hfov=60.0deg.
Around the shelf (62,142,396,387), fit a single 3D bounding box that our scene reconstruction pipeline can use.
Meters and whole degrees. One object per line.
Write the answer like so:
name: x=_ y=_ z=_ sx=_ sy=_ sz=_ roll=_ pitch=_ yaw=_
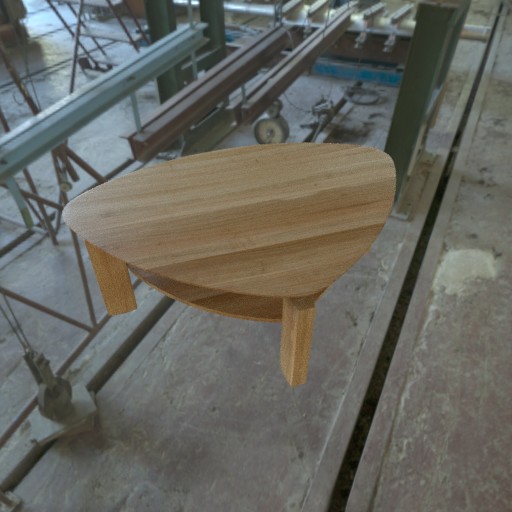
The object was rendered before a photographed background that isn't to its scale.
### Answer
shelf: x=0.000 y=0.000 z=1.643 sx=1.240 sy=0.439 sz=0.863 roll=-13 pitch=43 yaw=-14
